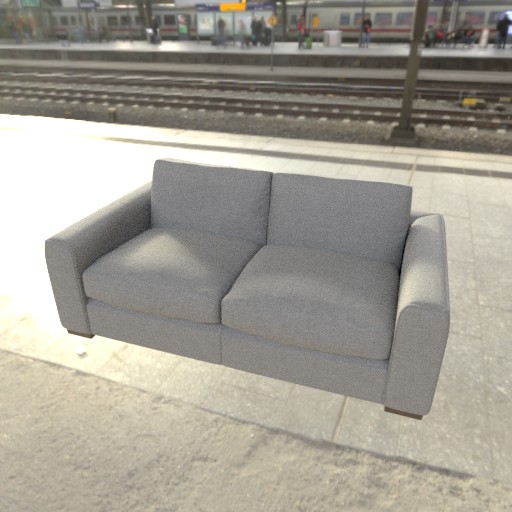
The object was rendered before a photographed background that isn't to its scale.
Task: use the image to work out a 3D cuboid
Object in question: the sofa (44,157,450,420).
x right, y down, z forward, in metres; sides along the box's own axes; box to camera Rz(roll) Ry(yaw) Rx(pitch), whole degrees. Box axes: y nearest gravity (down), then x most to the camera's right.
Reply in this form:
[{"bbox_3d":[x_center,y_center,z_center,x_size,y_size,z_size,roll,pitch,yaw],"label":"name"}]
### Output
[{"bbox_3d":[0.000,0.000,2.406,1.920,0.800,1.069,9,29,17],"label":"sofa"}]
